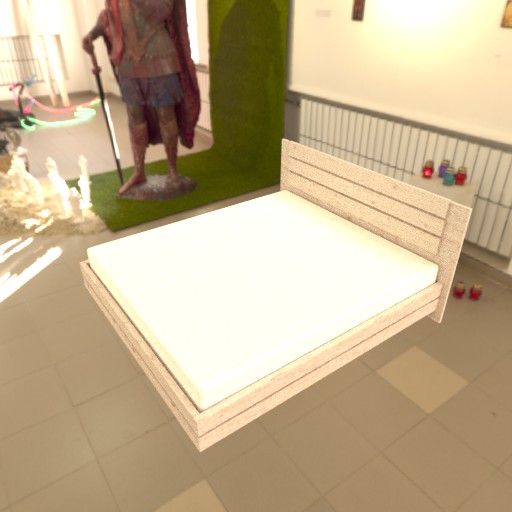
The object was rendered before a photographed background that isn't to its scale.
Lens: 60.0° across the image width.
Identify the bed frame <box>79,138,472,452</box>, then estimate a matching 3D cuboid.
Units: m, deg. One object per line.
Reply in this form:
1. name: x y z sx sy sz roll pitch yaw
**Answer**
1. bed frame: 0.000 0.000 3.291 2.080 0.970 1.950 -21 37 -30
